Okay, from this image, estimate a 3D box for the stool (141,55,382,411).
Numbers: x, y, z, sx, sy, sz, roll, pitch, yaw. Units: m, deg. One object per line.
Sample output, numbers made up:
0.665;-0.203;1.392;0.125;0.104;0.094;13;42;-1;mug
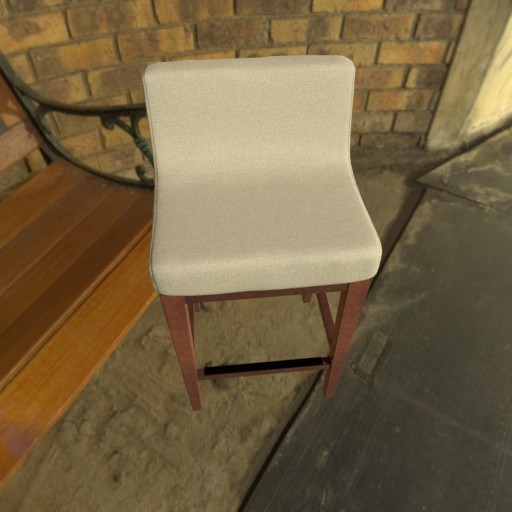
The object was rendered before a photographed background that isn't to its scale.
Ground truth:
0.000;0.000;1.255;0.511;0.937;0.500;-4;47;-4;stool
